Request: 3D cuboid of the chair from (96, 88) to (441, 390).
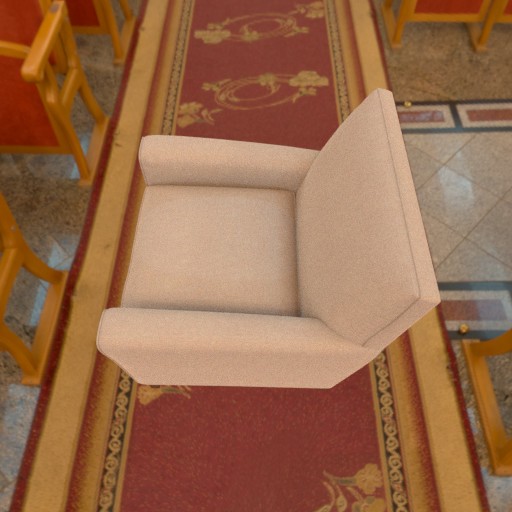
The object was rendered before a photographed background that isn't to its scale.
[{"bbox_3d":[0.000,0.000,1.572,0.871,0.846,0.840,1,57,1],"label":"chair"}]
